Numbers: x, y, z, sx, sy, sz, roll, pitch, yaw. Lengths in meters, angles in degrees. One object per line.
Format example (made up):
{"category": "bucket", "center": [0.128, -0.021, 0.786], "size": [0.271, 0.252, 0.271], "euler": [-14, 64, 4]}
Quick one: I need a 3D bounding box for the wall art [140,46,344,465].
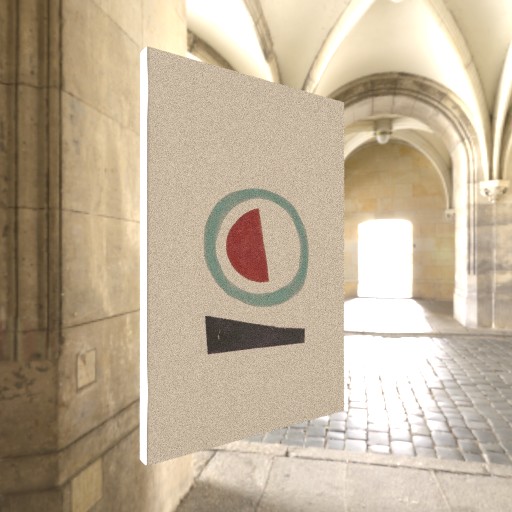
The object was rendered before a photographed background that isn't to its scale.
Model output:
{"category": "wall art", "center": [0.000, 0.000, 1.139], "size": [0.602, 0.902, 0.048], "euler": [0, 0, -35]}
